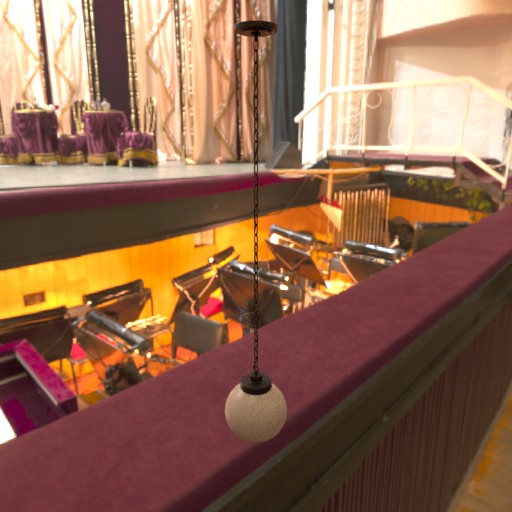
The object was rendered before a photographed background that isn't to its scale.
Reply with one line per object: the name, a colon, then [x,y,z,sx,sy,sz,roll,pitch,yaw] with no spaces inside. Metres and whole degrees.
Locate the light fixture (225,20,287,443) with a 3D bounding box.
light fixture: [0.000,0.000,1.978,0.305,1.867,0.304,14,21,43]
